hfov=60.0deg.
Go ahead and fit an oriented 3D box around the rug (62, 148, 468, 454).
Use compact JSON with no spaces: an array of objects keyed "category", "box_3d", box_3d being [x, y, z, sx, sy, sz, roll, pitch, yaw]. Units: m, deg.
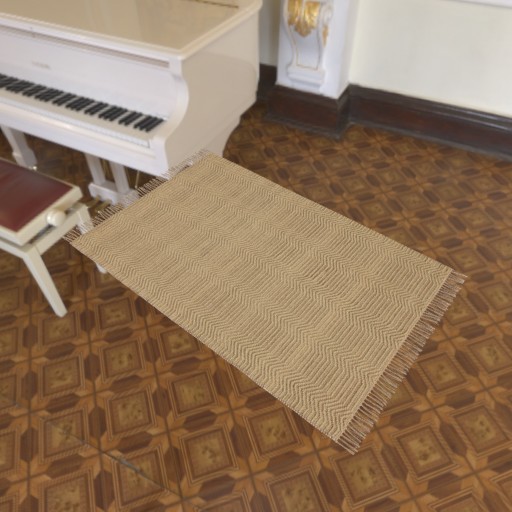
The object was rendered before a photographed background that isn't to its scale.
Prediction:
[{"category":"rug","box_3d":[0.000,0.000,2.535,2.021,0.027,1.224,30,54,26]}]
